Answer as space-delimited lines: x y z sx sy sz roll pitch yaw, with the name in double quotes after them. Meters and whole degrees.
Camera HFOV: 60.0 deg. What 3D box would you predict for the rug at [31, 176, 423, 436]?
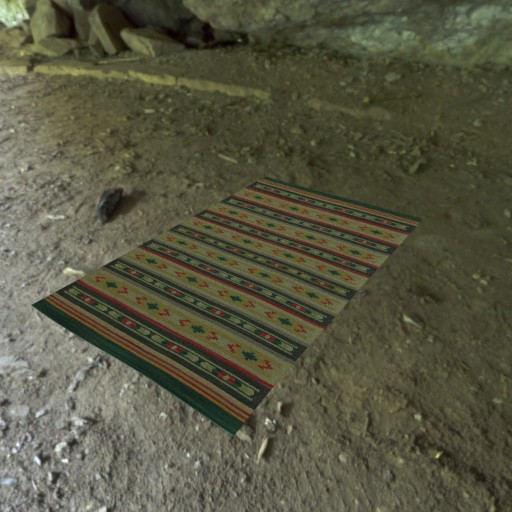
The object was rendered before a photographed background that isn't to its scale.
0.000 0.000 3.080 1.520 0.011 2.447 21 38 30 "rug"
